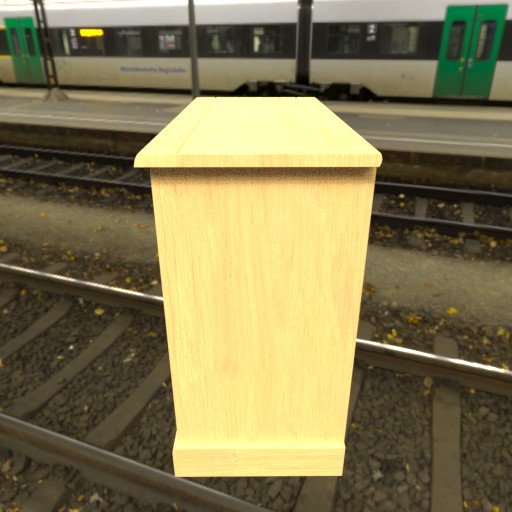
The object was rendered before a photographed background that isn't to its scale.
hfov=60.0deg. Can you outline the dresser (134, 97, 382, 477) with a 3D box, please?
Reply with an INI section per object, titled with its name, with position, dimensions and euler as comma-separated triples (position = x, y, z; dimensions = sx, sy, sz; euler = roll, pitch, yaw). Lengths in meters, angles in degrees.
[dresser]
position = 0.000, 0.000, 1.370
dimensions = 0.440, 0.835, 0.915
euler = 0, 25, 0
